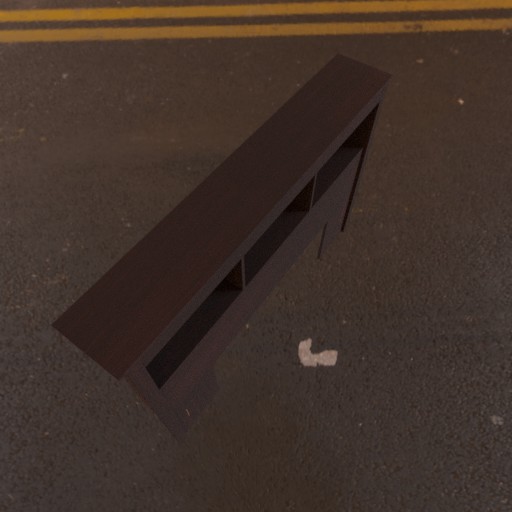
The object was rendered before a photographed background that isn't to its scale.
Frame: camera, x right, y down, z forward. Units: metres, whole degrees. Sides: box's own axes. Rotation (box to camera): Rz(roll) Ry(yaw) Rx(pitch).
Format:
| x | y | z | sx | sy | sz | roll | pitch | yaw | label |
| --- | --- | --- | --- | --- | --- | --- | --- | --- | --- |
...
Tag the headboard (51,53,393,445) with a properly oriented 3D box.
| x | y | z | sx | sy | sz | roll | pitch | yaw | label |
| --- | --- | --- | --- | --- | --- | --- | --- | --- | --- |
| 0.000 | 0.000 | 2.084 | 0.279 | 1.092 | 1.671 | 31 | 62 | 19 | headboard |
